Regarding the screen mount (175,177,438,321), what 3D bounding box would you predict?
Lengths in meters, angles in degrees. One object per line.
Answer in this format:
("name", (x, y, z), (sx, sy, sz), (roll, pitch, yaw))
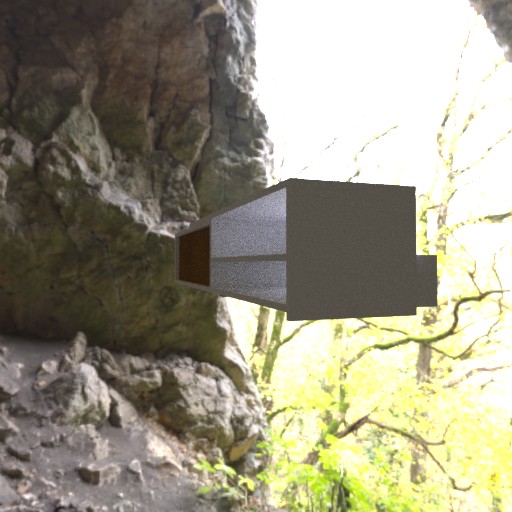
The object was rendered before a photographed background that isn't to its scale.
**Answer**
("screen mount", (0.000, 0.000, 1.845), (0.420, 0.320, 1.680), (0, -1, -19))
